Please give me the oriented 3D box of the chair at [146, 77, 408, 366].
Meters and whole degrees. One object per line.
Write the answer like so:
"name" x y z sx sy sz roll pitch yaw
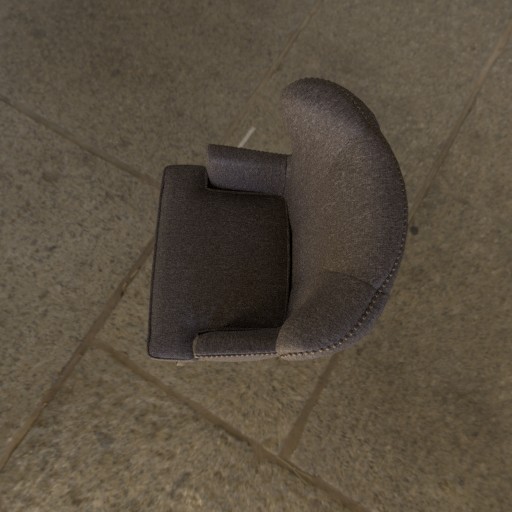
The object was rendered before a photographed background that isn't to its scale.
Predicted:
"chair" 0.000 0.000 1.591 0.758 1.060 0.759 1 75 0
